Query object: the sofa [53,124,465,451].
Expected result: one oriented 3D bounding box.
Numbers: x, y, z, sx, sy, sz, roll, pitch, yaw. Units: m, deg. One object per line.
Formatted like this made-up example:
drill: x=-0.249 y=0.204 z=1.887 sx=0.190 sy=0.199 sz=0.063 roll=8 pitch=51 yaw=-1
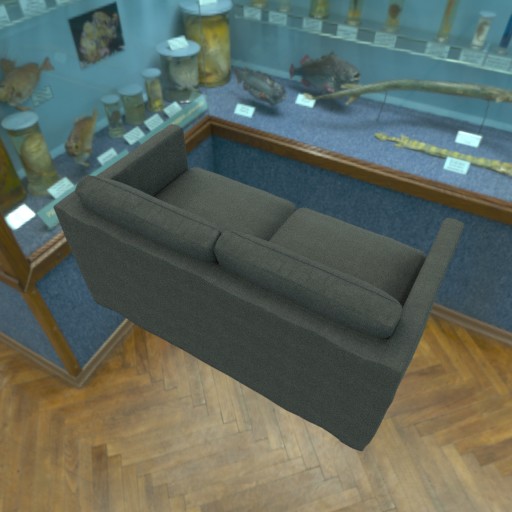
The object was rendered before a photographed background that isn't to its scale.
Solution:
sofa: x=0.000 y=0.000 z=2.347 sx=1.802 sy=0.854 sz=0.974 roll=24 pitch=51 yaw=21
